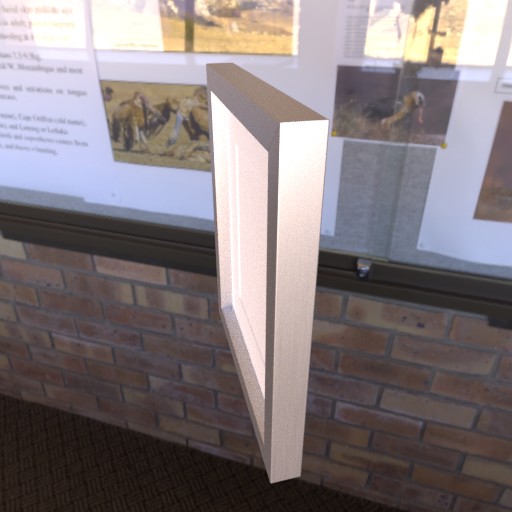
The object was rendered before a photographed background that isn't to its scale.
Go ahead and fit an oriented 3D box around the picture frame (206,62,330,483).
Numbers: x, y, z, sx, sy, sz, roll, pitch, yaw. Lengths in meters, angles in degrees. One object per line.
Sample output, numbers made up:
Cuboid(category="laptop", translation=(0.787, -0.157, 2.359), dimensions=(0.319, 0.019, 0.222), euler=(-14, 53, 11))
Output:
Cuboid(category="picture frame", translation=(0.000, 0.000, 0.383), dimensions=(0.036, 0.282, 0.233), euler=(-7, 31, -12))
